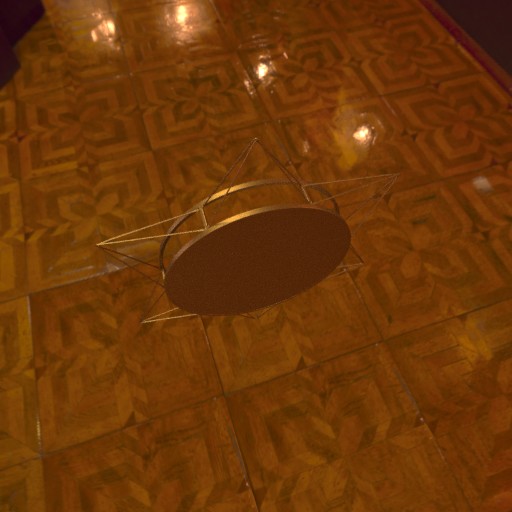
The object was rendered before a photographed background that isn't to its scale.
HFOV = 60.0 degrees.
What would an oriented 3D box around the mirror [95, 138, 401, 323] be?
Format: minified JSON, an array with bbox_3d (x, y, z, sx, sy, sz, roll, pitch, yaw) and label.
[{"bbox_3d":[0.000,0.000,0.817,0.498,0.581,0.062,-14,60,-8],"label":"mirror"}]
